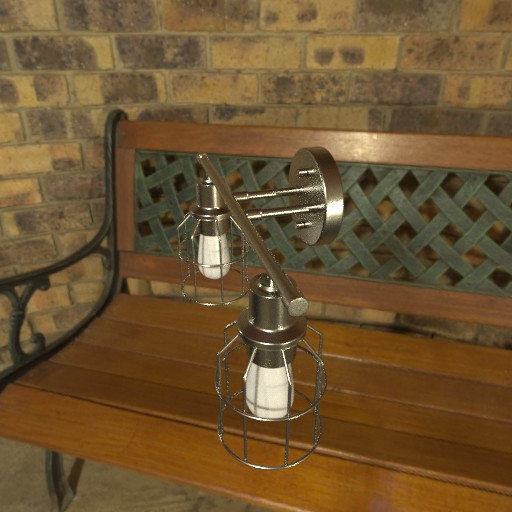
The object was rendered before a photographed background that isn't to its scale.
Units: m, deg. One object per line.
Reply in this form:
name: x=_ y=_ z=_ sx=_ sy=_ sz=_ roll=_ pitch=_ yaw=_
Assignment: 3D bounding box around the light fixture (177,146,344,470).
light fixture: x=0.000 y=0.000 z=0.543 sx=0.165 sy=0.254 sz=0.406 roll=-8 pitch=30 yaw=-14
